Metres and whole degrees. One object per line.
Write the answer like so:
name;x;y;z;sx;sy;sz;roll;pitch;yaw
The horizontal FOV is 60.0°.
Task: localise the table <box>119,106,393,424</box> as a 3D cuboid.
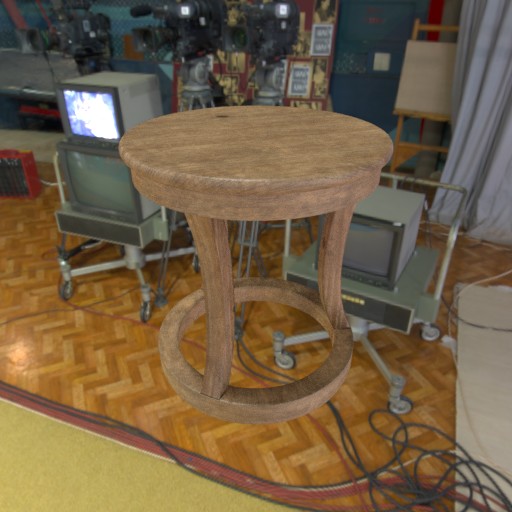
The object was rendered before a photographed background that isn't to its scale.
table;0.000;0.000;0.831;0.432;0.460;0.432;0;30;0
